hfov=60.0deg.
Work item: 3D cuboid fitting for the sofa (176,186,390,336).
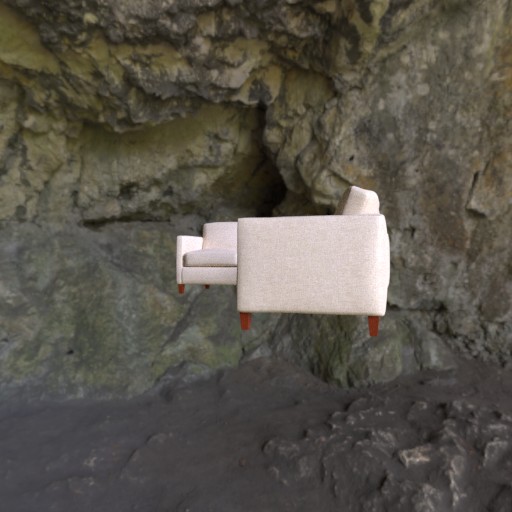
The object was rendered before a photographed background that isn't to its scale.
[{"bbox_3d":[0.000,0.000,4.490,2.593,0.947,3.302,0,0,17],"label":"sofa"}]
